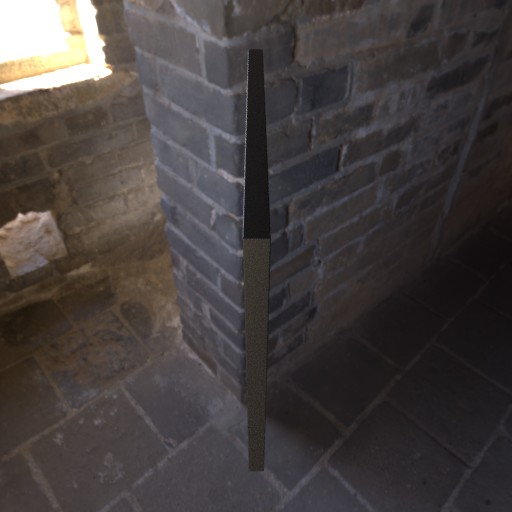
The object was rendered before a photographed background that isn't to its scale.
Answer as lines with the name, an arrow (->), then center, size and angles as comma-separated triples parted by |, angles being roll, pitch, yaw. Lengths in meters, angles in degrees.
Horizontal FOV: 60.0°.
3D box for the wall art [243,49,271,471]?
wall art -> 0.000, 0.000, 1.135 | 0.038, 0.765, 0.765 | 0, 43, 0
